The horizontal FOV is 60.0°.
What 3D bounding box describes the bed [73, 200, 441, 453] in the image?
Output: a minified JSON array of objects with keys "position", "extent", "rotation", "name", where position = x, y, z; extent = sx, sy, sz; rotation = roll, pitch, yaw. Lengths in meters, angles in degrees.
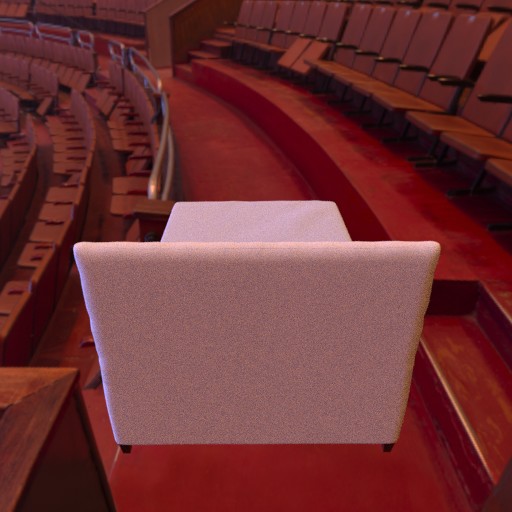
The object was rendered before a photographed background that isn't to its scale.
[{"position":[0.000,0.000,3.357],"extent":[1.698,1.427,2.387],"rotation":[0,30,0],"name":"bed"}]
